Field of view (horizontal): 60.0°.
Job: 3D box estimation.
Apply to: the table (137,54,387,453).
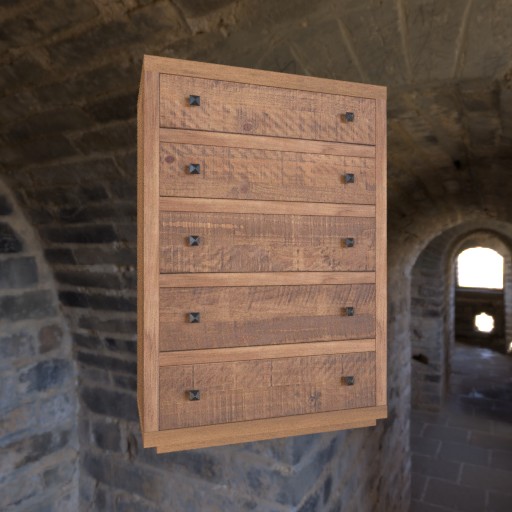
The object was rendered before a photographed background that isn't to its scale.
[{"bbox_3d":[0.000,0.000,1.781,0.901,1.294,0.524,0,0,-17],"label":"table"}]
